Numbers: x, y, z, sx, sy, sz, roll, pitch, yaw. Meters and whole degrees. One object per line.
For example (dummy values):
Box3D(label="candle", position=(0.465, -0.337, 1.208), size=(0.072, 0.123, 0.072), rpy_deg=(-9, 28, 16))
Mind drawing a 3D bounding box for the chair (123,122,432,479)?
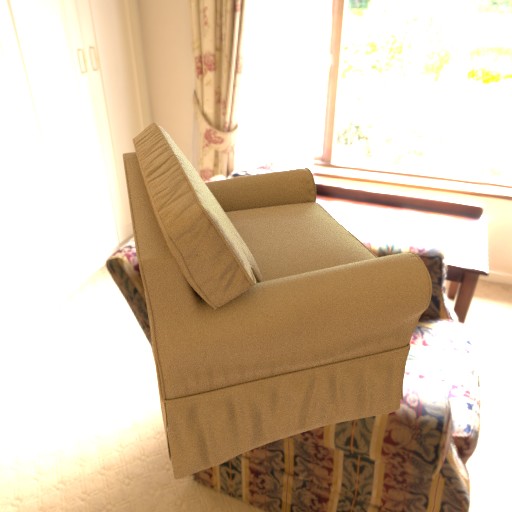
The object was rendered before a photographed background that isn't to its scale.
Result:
Box3D(label="chair", position=(0.000, 0.000, 1.765), size=(0.903, 0.937, 1.096), rpy_deg=(-9, 31, -15))
